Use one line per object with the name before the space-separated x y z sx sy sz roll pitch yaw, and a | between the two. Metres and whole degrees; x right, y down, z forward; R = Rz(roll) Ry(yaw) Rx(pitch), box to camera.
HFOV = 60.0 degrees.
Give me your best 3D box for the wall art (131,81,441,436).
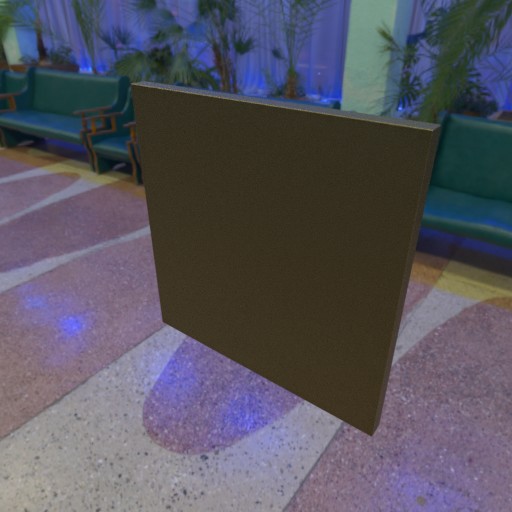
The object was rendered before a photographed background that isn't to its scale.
wall art | 0.000 0.000 0.749 0.503 0.506 0.031 21 36 31
